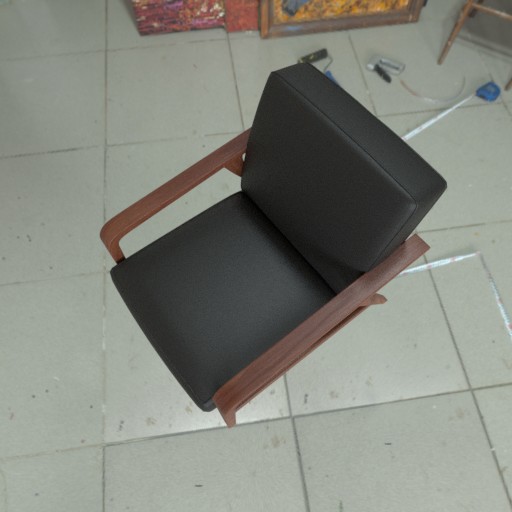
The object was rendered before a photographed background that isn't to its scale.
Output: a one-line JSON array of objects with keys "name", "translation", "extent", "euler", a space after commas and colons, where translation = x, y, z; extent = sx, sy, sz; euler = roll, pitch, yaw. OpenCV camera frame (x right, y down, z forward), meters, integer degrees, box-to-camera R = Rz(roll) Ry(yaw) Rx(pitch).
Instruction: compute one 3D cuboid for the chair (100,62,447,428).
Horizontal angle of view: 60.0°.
[{"name": "chair", "translation": [0.000, 0.000, 1.502], "extent": [0.889, 0.861, 0.719], "euler": [-35, 69, -16]}]
